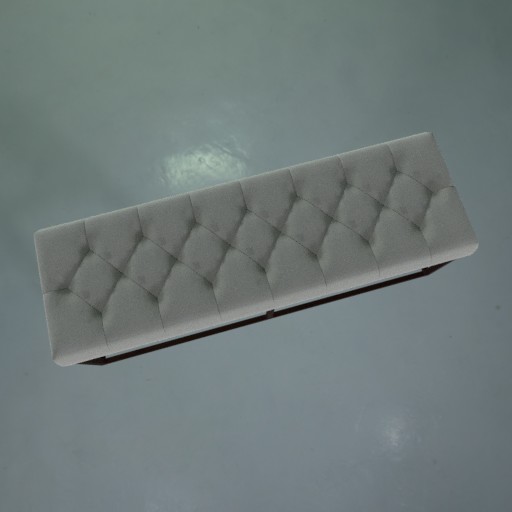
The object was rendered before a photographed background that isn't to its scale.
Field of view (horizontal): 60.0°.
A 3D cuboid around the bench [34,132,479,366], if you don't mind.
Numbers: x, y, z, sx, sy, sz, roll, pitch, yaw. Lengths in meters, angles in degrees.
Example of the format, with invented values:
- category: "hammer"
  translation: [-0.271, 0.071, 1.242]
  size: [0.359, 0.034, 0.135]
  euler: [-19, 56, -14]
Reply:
- category: "bench"
  translation: [0.000, 0.000, 1.728]
  size: [1.488, 0.488, 0.479]
  euler: [-15, 75, -4]
